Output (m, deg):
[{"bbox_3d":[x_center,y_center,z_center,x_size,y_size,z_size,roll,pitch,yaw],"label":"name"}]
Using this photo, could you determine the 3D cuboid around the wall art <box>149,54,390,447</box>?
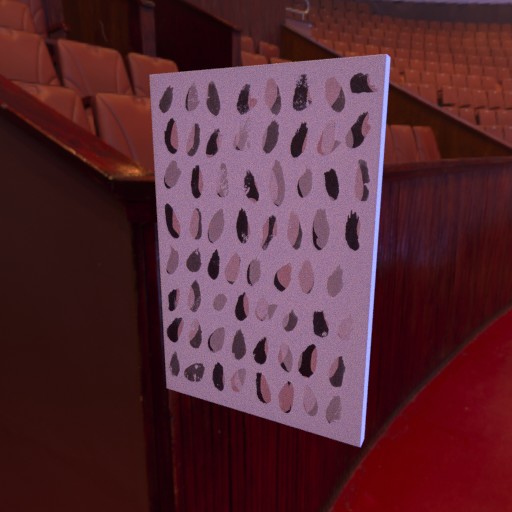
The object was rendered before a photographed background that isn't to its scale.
[{"bbox_3d":[0.000,0.000,1.153,0.610,0.916,0.037,7,16,26],"label":"wall art"}]
